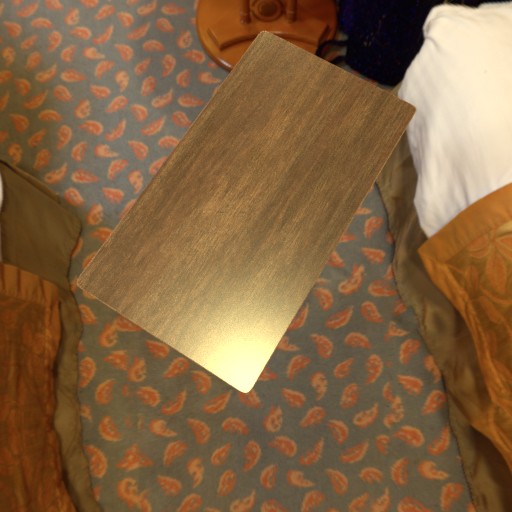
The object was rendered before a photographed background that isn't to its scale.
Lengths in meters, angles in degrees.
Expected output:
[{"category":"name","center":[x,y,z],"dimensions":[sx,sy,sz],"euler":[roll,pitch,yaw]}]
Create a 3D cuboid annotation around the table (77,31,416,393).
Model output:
[{"category":"table","center":[0.000,0.000,0.889],"dimensions":[0.254,0.637,0.450],"euler":[31,77,8]}]
